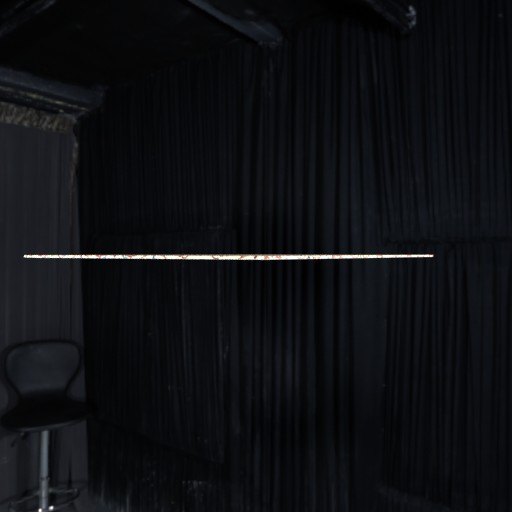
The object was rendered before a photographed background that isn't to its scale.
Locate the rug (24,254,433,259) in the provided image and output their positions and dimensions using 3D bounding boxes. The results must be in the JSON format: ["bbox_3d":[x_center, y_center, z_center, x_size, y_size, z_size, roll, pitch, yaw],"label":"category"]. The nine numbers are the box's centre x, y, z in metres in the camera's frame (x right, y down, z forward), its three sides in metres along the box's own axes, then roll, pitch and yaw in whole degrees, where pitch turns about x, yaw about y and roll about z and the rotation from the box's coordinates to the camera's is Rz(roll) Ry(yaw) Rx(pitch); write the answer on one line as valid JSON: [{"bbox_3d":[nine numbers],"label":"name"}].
[{"bbox_3d":[0.000,0.000,4.260,2.446,0.020,3.215,0,0,36],"label":"rug"}]
